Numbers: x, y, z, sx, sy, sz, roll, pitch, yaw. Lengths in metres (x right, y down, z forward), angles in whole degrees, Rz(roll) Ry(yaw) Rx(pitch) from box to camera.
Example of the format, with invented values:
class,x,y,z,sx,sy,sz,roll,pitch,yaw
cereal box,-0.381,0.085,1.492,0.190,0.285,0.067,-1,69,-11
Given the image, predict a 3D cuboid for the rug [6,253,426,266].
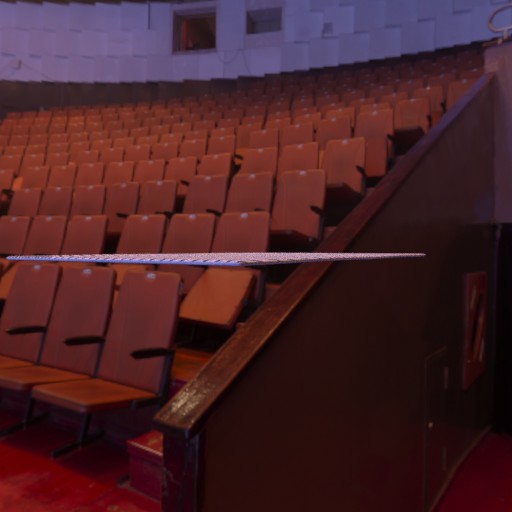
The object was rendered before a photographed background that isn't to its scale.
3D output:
class,x,y,z,sx,sy,sz,roll,pitch,yaw
rug,0.000,0.000,2.874,1.539,0.023,2.406,1,1,35
